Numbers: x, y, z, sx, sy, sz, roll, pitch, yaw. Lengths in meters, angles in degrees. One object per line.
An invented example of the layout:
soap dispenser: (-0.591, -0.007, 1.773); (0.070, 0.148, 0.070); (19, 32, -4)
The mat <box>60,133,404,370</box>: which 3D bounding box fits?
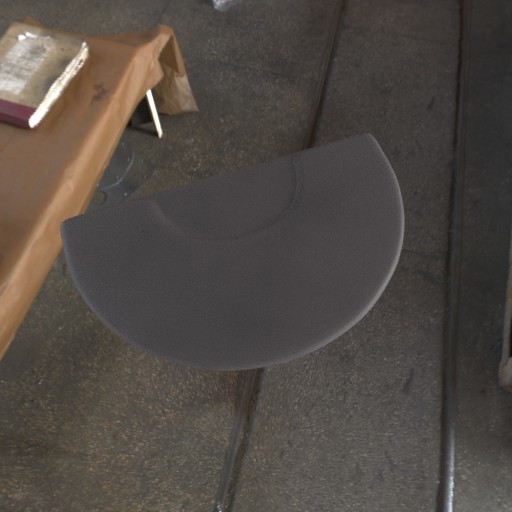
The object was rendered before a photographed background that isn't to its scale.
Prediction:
mat: (0.000, 0.000, 1.873); (1.525, 0.022, 0.917); (-18, 65, -9)
